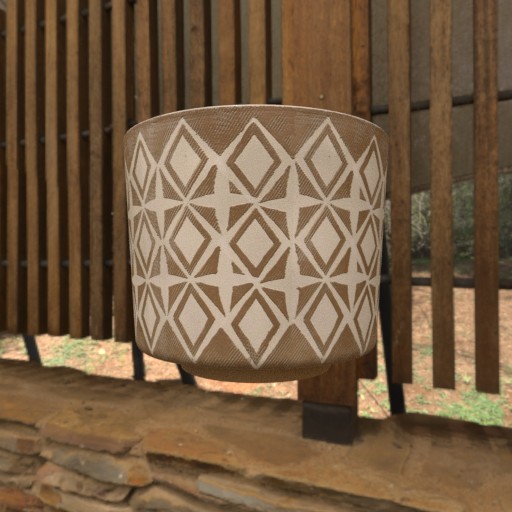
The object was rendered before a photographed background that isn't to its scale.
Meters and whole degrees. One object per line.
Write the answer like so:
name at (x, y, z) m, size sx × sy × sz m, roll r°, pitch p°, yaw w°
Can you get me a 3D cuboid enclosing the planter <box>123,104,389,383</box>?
planter at (0.000, 0.000, 0.453) m, size 0.260 × 0.220 × 0.260 m, roll 0°, pitch -1°, yaw 0°
